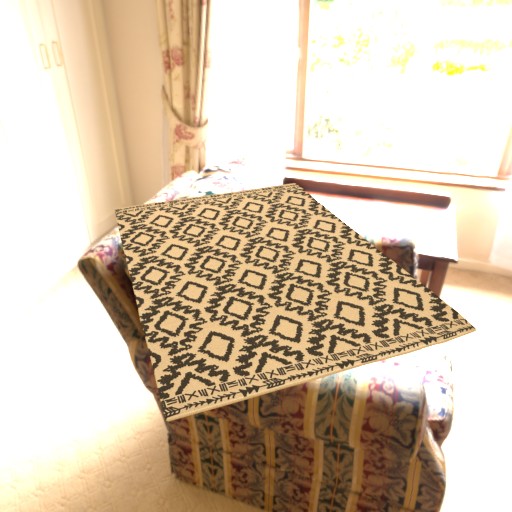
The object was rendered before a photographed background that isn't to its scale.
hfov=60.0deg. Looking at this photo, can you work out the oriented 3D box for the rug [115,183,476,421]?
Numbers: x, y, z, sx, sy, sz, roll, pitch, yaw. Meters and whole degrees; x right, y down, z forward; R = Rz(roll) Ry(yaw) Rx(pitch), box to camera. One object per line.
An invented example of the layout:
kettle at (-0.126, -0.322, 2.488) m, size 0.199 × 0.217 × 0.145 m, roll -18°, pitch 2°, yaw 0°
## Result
rug at (0.000, 0.000, 4.411) m, size 2.444 × 0.036 × 3.369 m, roll -11°, pitch 32°, yaw -18°
